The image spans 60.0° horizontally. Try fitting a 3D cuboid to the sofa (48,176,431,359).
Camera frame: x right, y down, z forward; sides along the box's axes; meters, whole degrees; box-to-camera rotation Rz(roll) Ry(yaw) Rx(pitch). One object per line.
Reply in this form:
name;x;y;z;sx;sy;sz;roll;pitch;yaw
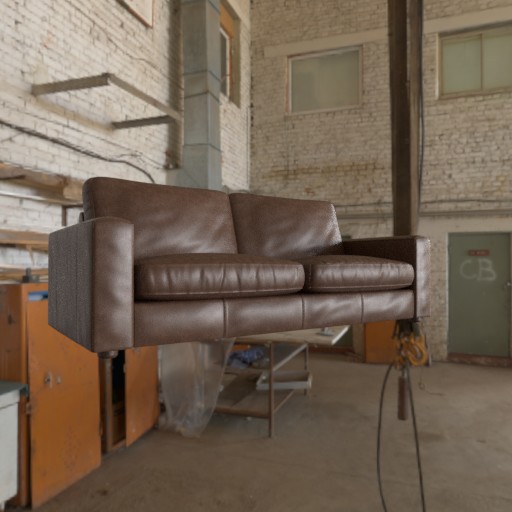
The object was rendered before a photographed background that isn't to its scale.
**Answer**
sofa;0.000;0.000;2.714;2.179;0.873;1.016;1;-1;-34
